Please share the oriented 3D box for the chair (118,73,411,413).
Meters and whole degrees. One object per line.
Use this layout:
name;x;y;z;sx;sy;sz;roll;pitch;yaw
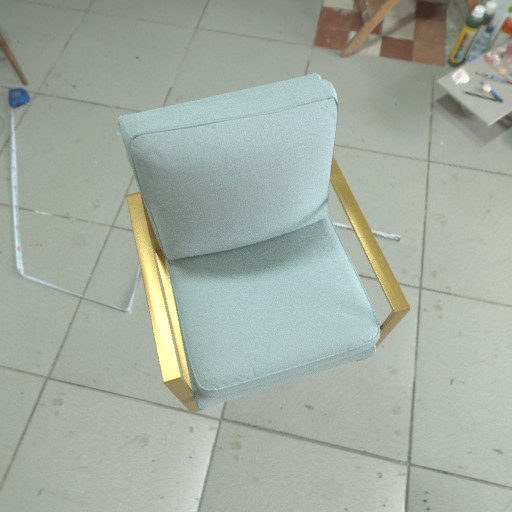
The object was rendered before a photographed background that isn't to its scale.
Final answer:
chair;0.000;0.000;1.536;0.758;0.956;0.813;-15;64;-7
